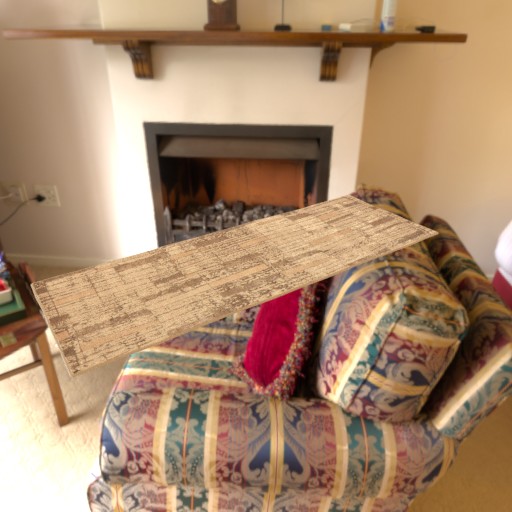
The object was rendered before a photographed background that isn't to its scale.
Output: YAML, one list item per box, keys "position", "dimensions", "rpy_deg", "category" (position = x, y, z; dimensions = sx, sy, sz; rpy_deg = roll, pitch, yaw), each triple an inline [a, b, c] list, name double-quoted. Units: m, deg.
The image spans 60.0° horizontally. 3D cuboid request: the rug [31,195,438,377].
- position: [0.000, 0.000, 2.677]
  dimensions: [2.383, 0.018, 0.857]
  rpy_deg: [-18, 34, -29]
  category: "rug"
